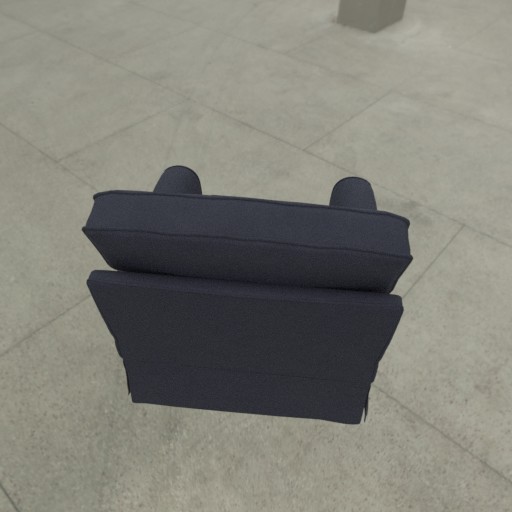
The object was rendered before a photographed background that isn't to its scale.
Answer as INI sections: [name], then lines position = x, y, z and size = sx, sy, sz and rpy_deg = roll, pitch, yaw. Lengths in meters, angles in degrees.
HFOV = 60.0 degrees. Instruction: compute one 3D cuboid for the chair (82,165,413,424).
[chair]
position = 0.000, 0.000, 2.003
size = 1.119, 1.140, 1.002
rpy_deg = 5, 46, 4
